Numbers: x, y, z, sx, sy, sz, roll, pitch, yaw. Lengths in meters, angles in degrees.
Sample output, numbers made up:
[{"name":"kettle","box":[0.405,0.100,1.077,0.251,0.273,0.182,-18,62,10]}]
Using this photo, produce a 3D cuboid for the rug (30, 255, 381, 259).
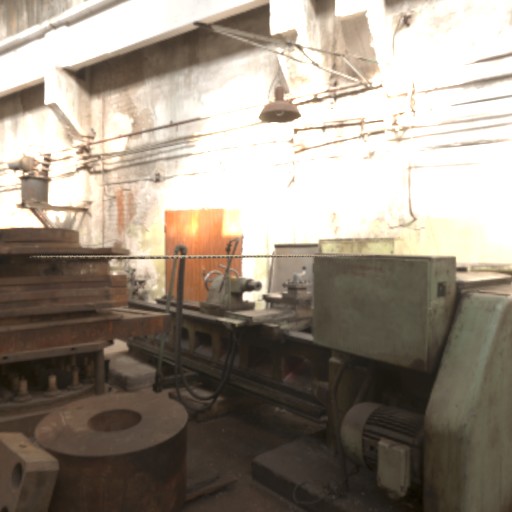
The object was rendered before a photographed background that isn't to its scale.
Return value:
[{"name":"rug","box":[0.000,0.000,2.546,0.686,0.008,2.286,0,0,35]}]
